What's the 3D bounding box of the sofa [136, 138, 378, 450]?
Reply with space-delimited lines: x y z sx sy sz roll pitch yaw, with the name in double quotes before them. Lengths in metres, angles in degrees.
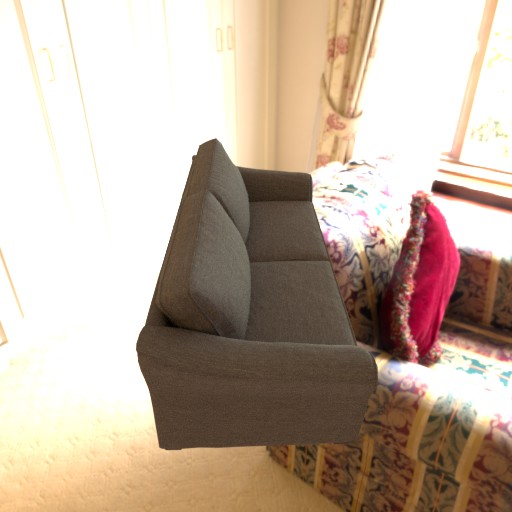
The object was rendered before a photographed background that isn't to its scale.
"sofa" 0.000 0.000 2.752 0.971 0.950 2.270 -1 32 -1
